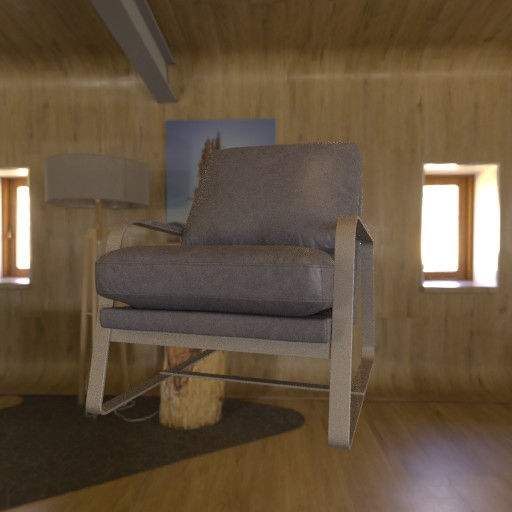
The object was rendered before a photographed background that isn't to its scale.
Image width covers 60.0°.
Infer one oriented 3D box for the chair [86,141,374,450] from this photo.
[{"bbox_3d":[0.000,0.000,1.435,0.692,0.839,0.878,0,1,19],"label":"chair"}]
